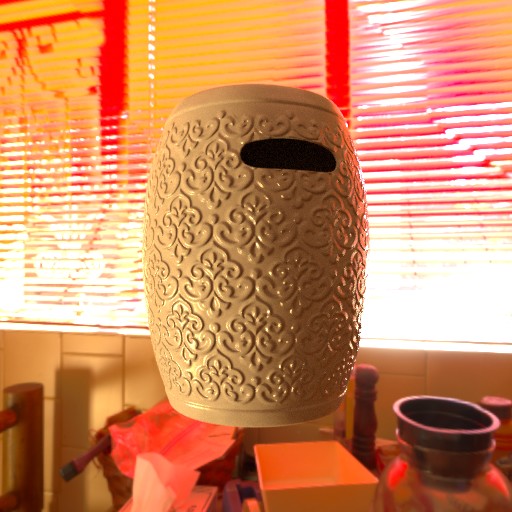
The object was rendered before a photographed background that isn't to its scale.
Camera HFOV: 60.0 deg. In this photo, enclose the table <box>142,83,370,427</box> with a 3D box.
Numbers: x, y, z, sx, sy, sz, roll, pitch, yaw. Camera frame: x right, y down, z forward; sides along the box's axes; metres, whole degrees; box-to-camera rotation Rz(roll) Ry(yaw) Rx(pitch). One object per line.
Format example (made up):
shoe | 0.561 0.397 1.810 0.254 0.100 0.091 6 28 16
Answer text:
table | 0.000 0.000 0.621 0.309 0.397 0.309 0 -1 0
